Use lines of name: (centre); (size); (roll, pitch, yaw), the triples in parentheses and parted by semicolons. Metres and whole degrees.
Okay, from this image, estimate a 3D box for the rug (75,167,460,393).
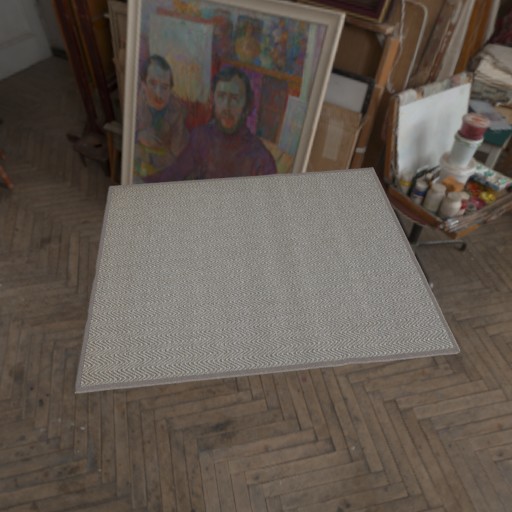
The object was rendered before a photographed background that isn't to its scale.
rug: (0.000, 0.000, 4.213); (3.007, 0.032, 2.434); (-5, 48, -4)
